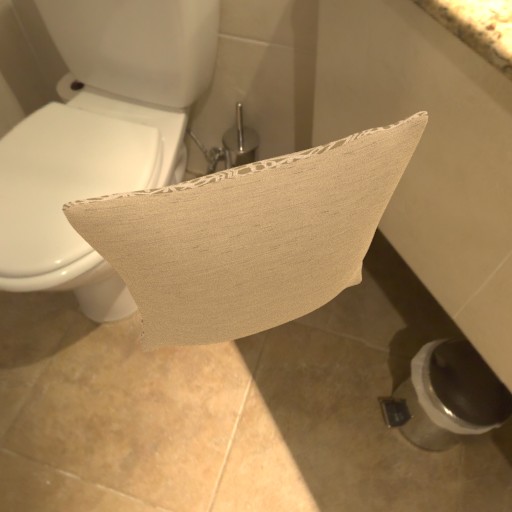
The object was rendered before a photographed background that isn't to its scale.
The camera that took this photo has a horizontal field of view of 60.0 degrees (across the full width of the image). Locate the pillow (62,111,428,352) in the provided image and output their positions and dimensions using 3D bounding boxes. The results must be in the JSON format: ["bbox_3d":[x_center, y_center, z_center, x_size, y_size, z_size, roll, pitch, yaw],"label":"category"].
[{"bbox_3d":[0.000,0.000,0.668,0.438,0.421,0.167,-16,60,-10],"label":"pillow"}]
